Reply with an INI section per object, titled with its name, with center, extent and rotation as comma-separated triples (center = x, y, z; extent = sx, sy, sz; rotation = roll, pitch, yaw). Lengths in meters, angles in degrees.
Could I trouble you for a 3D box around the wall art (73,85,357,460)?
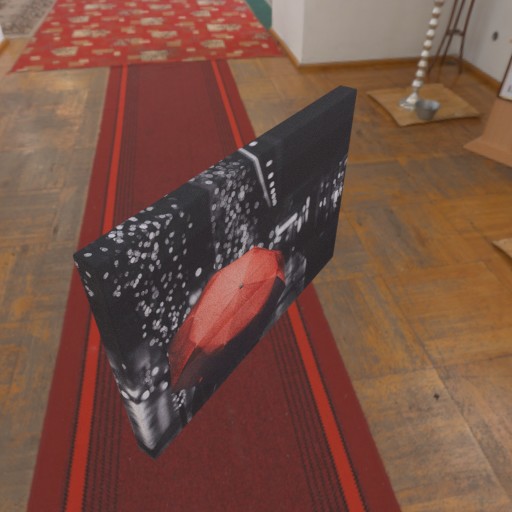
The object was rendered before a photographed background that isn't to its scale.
[wall art]
center = 0.000, 0.000, 0.766
extent = 0.037, 0.406, 0.609
rotation = 24, 46, 26
